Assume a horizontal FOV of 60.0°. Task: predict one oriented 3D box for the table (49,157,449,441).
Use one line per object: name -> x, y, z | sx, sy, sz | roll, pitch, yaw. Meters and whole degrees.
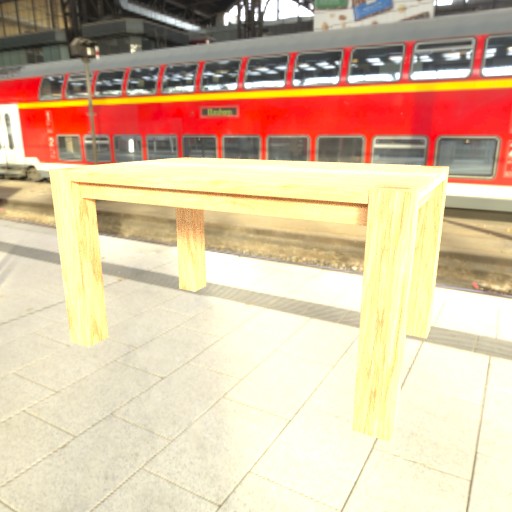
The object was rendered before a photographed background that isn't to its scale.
table -> 0.000, 0.000, 1.939 | 1.400, 0.760, 0.900 | 8, 18, 27
